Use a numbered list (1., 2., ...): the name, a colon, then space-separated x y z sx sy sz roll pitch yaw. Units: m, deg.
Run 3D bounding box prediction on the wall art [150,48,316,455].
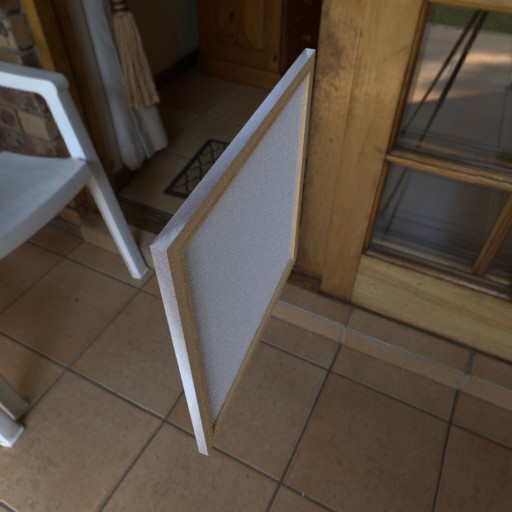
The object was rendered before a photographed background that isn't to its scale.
1. wall art: 0.000 0.000 1.139 0.027 0.762 0.762 15 48 15
